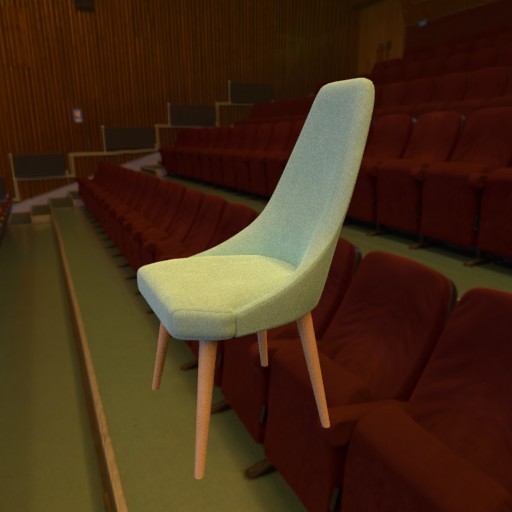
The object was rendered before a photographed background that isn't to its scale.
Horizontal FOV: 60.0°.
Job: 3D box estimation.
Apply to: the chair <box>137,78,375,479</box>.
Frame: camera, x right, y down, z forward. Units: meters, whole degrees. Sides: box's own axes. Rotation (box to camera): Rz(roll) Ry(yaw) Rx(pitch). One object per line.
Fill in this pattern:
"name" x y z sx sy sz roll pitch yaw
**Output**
"chair" 0.000 0.000 1.364 0.660 1.040 0.510 -8 17 -25
